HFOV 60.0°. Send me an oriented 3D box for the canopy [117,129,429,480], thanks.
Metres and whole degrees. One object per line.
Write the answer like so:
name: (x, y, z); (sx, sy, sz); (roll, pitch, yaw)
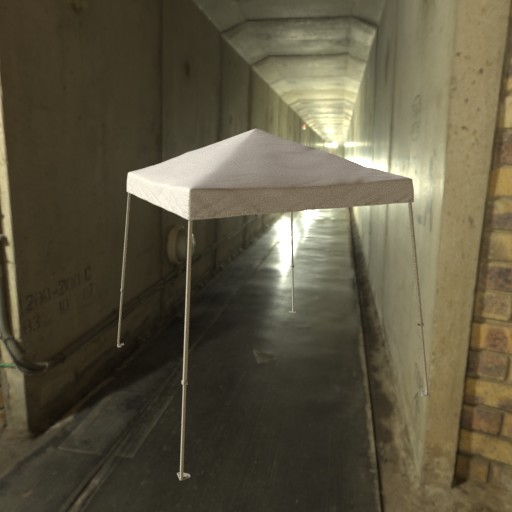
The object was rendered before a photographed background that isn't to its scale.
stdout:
canopy: (0.000, 0.000, 6.515); (3.600, 3.600, 3.599); (-7, 16, -26)
